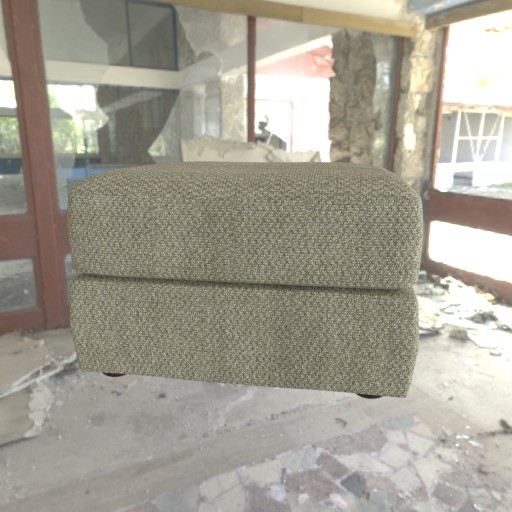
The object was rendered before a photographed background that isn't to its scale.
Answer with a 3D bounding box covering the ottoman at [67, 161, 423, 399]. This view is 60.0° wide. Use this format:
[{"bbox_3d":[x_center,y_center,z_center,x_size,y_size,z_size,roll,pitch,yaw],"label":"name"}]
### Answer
[{"bbox_3d":[0.000,0.000,1.162,0.751,0.476,0.603,2,14,9],"label":"ottoman"}]
